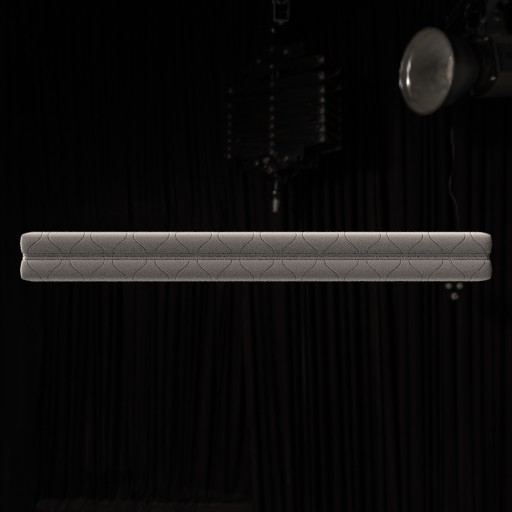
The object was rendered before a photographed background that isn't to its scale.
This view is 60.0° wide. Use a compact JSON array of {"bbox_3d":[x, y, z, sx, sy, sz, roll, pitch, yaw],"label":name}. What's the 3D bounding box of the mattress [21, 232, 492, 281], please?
[{"bbox_3d":[0.000,0.000,2.479,1.900,0.200,1.400,0,0,0],"label":"mattress"}]
